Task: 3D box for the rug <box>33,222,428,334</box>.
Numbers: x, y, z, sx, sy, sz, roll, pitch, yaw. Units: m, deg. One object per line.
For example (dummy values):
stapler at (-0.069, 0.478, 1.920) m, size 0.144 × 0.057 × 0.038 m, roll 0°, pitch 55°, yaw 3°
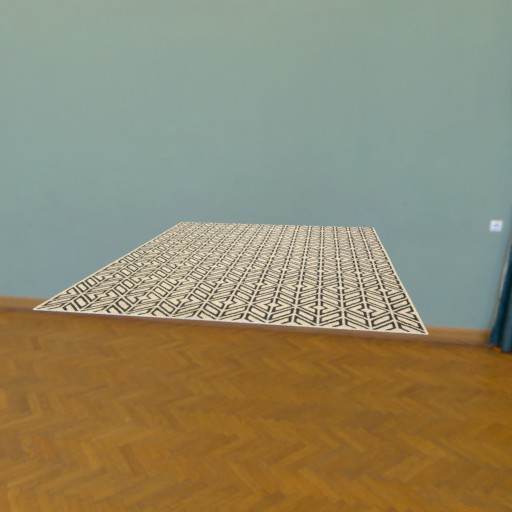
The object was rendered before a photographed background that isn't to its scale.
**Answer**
rug at (0.000, 0.000, 4.105) m, size 2.421 × 0.008 × 3.045 m, roll 2°, pitch 15°, yaw 8°
